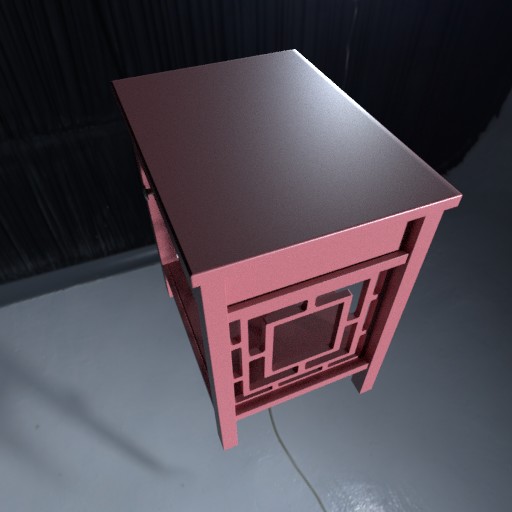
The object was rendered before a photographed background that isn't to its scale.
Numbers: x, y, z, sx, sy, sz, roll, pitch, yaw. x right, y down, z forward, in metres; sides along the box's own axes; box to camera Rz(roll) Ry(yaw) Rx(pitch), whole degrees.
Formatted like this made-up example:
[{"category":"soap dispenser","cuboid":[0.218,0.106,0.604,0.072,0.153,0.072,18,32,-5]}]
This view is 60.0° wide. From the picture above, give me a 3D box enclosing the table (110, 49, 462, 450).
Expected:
[{"category":"table","cuboid":[0.000,0.000,1.071,0.451,0.686,0.599,-17,49,-15]}]
